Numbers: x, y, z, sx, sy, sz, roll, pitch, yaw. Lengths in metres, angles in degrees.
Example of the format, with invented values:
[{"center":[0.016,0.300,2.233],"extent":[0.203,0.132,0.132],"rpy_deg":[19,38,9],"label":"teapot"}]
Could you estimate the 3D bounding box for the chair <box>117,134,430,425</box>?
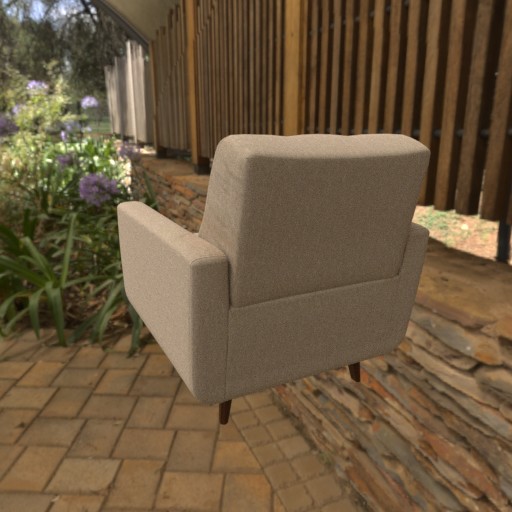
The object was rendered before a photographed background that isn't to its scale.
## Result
[{"center":[0.000,0.000,1.809],"extent":[0.897,0.965,1.128],"rpy_deg":[-8,18,-26],"label":"chair"}]
